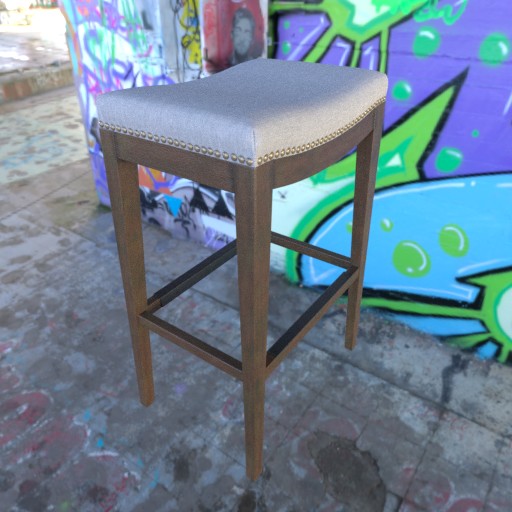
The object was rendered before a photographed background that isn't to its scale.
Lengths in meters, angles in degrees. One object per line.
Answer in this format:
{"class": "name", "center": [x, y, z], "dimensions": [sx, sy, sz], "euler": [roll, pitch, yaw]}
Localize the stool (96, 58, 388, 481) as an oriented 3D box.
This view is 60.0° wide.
{"class": "stool", "center": [0.000, 0.000, 1.008], "dimensions": [0.356, 0.762, 0.508], "euler": [21, 38, 29]}
